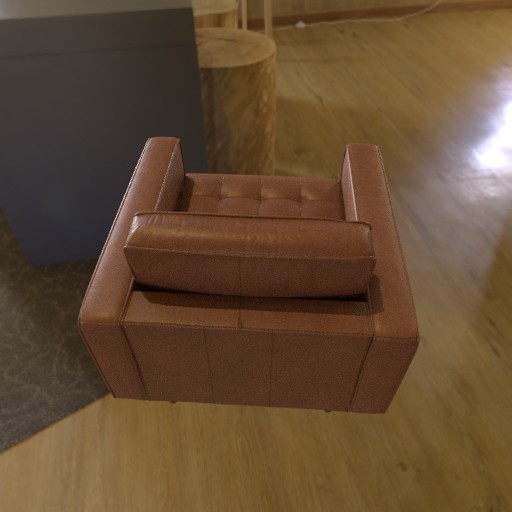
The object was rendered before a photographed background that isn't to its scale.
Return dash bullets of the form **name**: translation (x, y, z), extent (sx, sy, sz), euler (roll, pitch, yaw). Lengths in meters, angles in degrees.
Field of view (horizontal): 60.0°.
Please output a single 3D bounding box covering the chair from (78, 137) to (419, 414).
- **chair**: translation (0.000, 0.000, 1.547), extent (0.920, 0.770, 0.900), euler (3, 47, 2)
